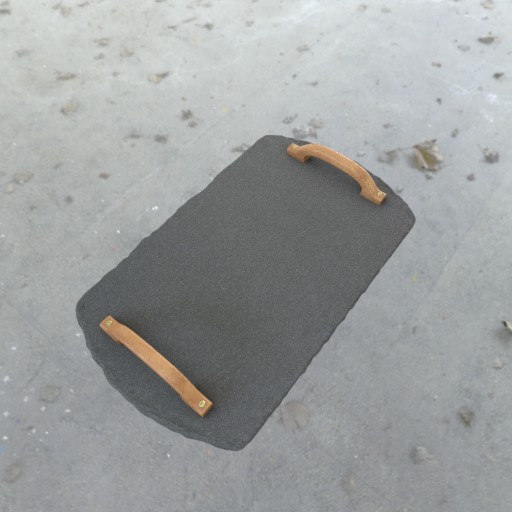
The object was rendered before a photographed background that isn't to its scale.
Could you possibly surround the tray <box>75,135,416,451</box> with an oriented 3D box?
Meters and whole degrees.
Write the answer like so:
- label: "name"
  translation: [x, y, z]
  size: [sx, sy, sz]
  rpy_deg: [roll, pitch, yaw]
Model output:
- label: "tray"
  translation: [0.000, 0.000, 0.484]
  size: [0.231, 0.062, 0.387]
  rpy_deg: [34, 64, 19]
